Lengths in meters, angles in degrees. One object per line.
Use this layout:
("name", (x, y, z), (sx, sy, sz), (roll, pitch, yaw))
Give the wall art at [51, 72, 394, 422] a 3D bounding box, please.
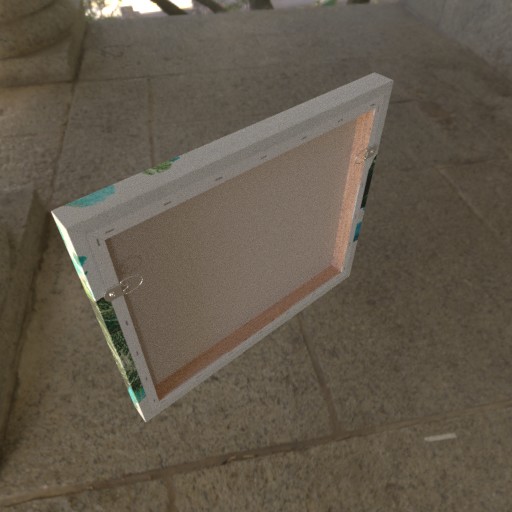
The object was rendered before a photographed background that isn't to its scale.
("wall art", (0.000, 0.000, 0.706), (0.507, 0.435, 0.041), (-31, 53, -27))
